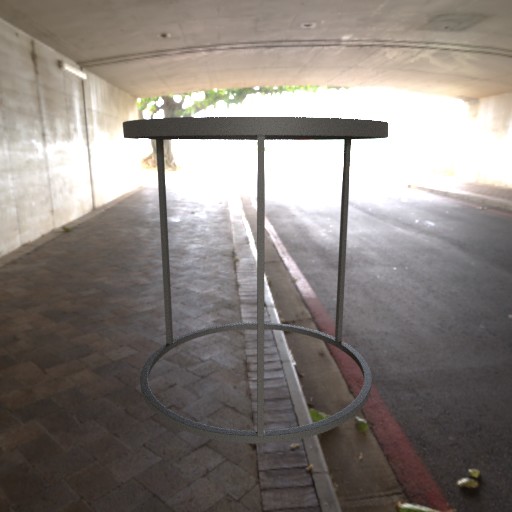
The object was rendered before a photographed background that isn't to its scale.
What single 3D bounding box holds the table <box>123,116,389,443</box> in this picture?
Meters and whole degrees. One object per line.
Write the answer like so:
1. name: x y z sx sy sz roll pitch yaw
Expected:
1. table: 0.000 0.000 0.872 0.470 0.498 0.470 0 14 0
